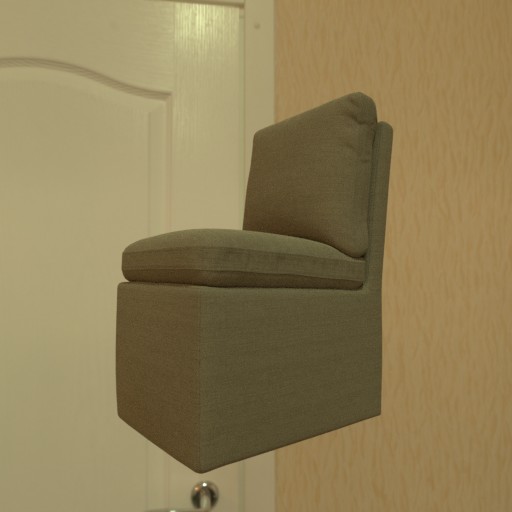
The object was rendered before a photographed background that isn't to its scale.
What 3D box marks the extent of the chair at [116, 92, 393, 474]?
[{"bbox_3d":[0.000,0.000,1.300,0.698,0.927,0.503,1,-2,-38],"label":"chair"}]
